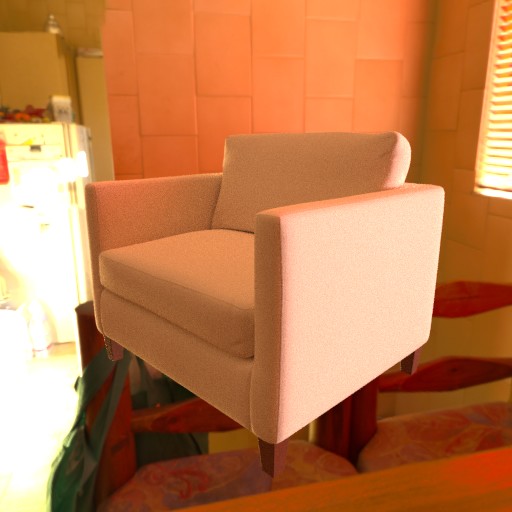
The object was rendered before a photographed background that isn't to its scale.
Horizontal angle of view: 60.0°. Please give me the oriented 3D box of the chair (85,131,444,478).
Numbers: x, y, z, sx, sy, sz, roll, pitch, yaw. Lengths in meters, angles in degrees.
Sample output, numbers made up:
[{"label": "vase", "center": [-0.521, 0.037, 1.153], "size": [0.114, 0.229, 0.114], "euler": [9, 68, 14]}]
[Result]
[{"label": "chair", "center": [0.000, 0.000, 1.632], "size": [0.878, 0.885, 1.019], "euler": [-14, 20, -43]}]
